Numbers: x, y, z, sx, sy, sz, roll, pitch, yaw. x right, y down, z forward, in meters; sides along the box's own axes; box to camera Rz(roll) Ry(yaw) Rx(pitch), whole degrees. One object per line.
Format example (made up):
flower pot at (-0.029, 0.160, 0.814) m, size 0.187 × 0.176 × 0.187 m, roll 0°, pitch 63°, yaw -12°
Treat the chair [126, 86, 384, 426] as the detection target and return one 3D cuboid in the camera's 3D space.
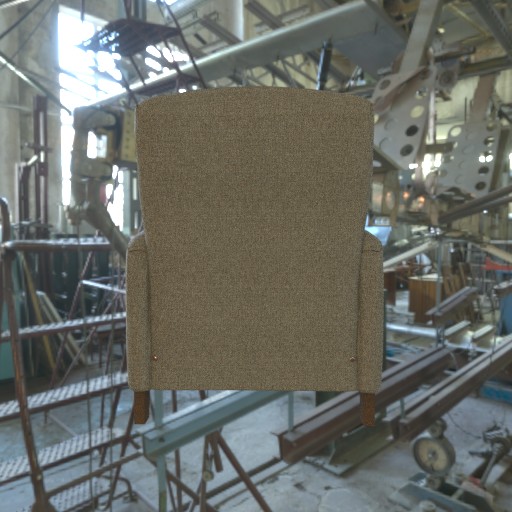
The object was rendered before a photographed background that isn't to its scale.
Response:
chair at (0.000, 0.000, 1.689) m, size 0.848 × 1.014 × 0.864 m, roll 0°, pitch 3°, yaw 1°
